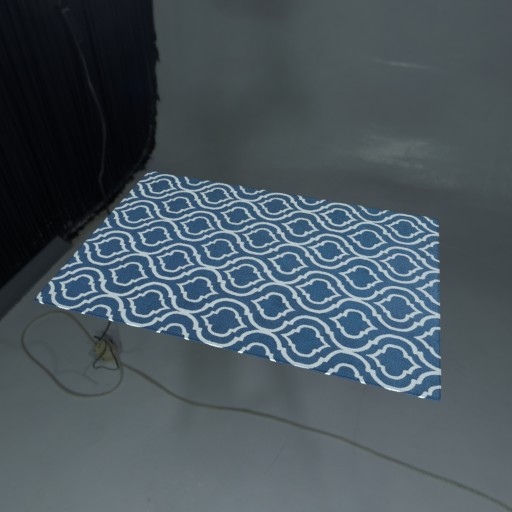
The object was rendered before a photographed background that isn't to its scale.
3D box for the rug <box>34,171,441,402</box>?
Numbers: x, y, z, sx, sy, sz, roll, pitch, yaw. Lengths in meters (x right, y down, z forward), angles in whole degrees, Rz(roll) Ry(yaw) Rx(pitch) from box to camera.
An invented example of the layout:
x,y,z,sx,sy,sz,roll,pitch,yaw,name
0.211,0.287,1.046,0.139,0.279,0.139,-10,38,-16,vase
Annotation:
x,y,z,sx,sy,sz,roll,pitch,yaw,name
0.000,0.000,2.214,1.753,0.010,1.143,11,43,12,rug
